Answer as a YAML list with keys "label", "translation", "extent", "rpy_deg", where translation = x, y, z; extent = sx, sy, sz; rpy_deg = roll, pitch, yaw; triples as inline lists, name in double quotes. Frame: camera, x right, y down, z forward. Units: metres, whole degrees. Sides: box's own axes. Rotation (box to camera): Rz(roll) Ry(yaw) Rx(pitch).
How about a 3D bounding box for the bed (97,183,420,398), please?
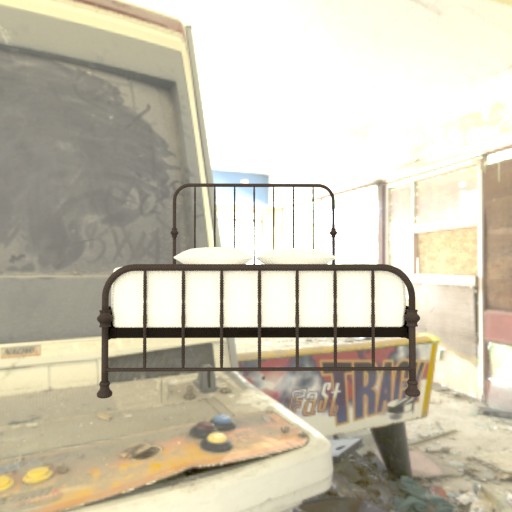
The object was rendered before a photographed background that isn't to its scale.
- label: "bed"
  translation: [0.000, 0.000, 3.256]
  extent: [1.616, 1.446, 2.134]
  rpy_deg: [0, -1, -1]
